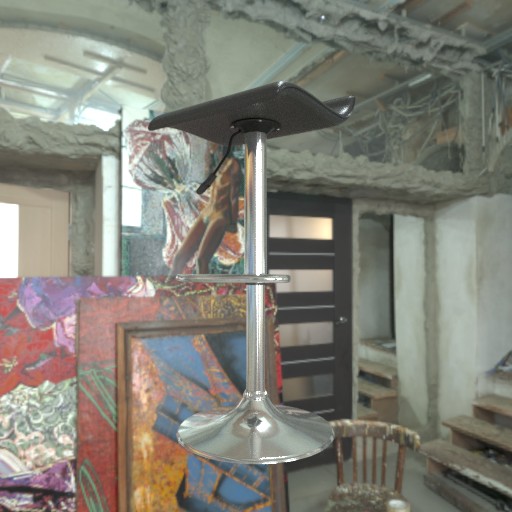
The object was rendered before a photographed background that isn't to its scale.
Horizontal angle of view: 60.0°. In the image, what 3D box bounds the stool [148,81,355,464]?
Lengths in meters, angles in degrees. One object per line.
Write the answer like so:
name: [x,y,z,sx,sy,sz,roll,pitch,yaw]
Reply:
stool: [0.000,0.000,1.097,0.381,0.851,0.381,-1,-2,35]
